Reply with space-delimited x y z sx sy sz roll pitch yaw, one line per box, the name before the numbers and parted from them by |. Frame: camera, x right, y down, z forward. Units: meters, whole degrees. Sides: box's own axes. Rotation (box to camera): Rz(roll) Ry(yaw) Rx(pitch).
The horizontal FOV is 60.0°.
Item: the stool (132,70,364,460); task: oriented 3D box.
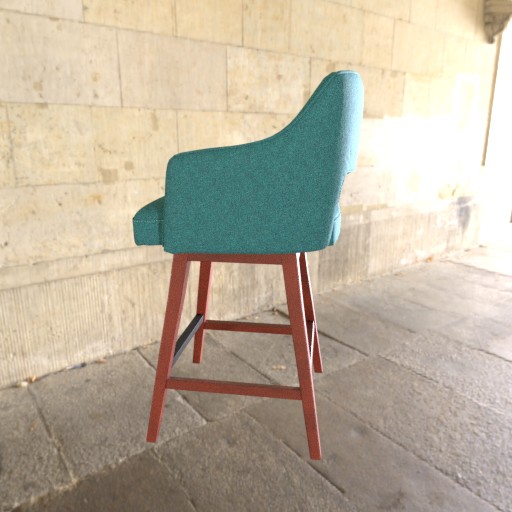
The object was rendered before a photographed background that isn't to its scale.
stool | 0.000 0.000 1.284 0.556 0.961 0.548 2 15 8
